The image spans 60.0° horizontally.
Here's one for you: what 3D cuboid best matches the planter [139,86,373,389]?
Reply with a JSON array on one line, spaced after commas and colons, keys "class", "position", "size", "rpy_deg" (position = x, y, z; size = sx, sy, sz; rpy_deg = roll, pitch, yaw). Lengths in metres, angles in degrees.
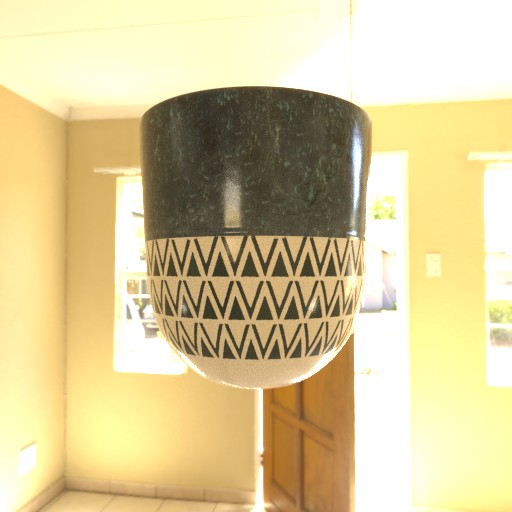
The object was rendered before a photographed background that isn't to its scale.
[{"class": "planter", "position": [0.000, 0.000, 0.379], "size": [0.195, 0.214, 0.195], "rpy_deg": [0, -2, 0]}]
